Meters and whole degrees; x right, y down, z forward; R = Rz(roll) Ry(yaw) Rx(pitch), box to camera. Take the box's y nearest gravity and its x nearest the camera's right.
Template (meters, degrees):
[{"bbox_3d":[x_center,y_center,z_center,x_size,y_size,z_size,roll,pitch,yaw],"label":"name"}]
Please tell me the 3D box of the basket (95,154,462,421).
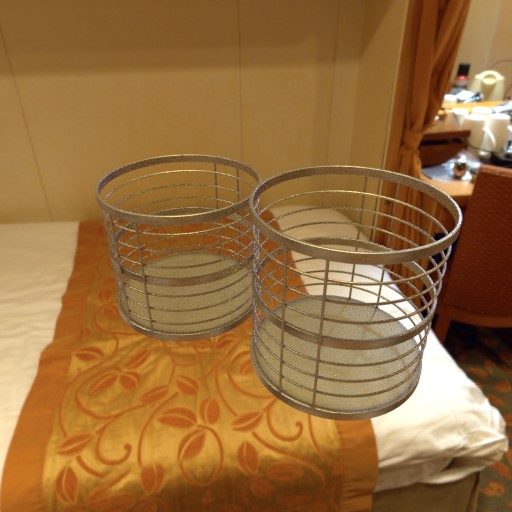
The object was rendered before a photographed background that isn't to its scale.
[{"bbox_3d":[0.000,0.000,0.944,0.746,0.351,0.356,18,36,27],"label":"basket"}]
